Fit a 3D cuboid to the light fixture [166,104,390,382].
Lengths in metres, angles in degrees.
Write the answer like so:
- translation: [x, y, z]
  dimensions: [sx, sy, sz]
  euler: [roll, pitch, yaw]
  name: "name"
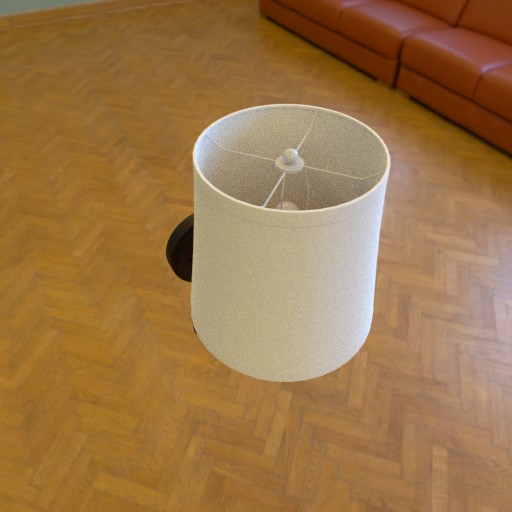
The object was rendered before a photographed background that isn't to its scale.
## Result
- translation: [0.000, 0.000, 0.257]
  dimensions: [0.100, 0.172, 0.157]
  euler: [-22, 50, -21]
  name: "light fixture"
